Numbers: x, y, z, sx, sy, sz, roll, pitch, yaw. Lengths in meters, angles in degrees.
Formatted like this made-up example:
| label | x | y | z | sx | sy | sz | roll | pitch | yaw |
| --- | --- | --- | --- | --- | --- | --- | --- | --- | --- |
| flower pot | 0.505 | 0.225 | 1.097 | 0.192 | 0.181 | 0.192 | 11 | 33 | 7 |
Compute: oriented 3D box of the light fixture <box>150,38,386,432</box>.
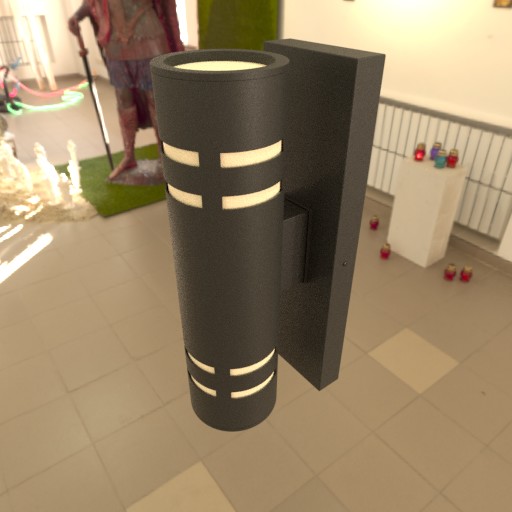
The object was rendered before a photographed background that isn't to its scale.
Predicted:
| label | x | y | z | sx | sy | sz | roll | pitch | yaw |
| --- | --- | --- | --- | --- | --- | --- | --- | --- | --- |
| light fixture | 0.000 | 0.000 | 0.395 | 0.149 | 0.330 | 0.105 | -23 | 39 | -30 |
